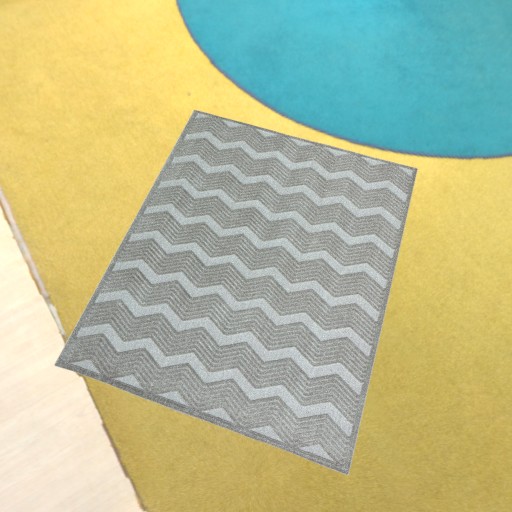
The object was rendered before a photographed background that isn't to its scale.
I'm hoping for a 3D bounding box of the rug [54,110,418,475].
[{"bbox_3d":[0.000,0.000,3.944,2.391,0.005,2.880,17,65,8],"label":"rug"}]
